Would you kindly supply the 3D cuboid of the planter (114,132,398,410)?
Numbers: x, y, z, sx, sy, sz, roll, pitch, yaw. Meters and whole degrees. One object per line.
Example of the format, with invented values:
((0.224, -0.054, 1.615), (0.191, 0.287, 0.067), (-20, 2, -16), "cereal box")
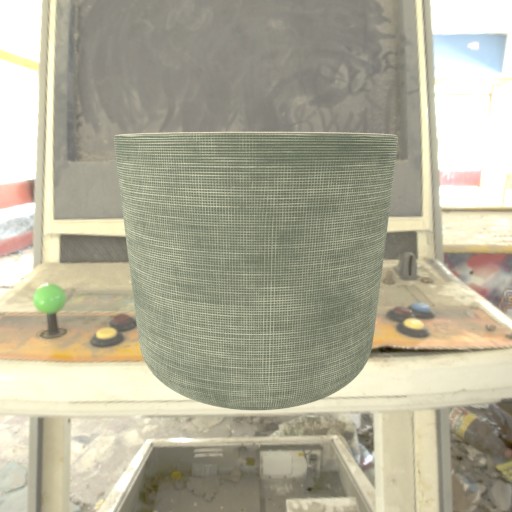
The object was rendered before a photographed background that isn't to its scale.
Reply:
((0.000, 0.000, 0.766), (0.440, 0.398, 0.440), (0, 14, 0), "planter")
